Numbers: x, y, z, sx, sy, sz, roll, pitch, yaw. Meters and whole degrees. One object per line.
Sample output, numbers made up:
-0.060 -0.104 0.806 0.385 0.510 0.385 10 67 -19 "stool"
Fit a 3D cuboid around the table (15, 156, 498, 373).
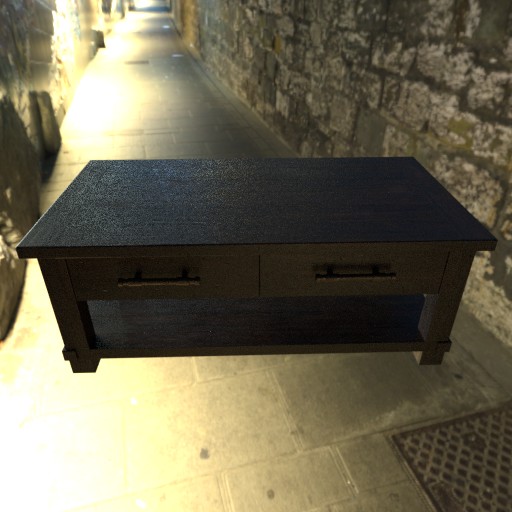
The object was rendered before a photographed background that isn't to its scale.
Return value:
0.000 0.000 1.582 1.270 0.494 0.700 -1 31 -2 "table"
